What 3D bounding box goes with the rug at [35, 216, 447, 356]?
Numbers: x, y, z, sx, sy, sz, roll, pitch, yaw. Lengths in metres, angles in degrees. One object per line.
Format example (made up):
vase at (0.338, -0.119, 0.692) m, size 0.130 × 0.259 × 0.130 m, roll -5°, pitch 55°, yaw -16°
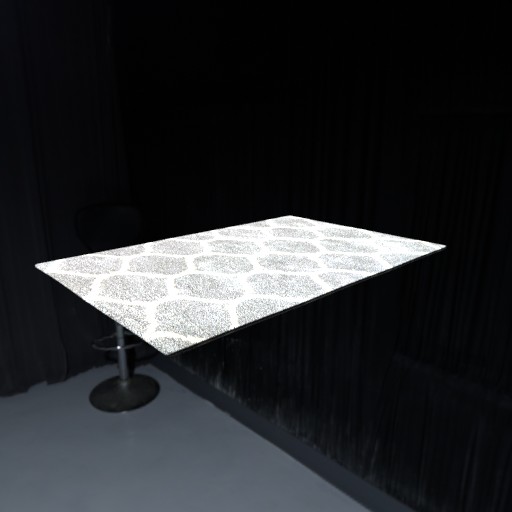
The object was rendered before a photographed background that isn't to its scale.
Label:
rug at (0.000, 0.000, 3.451) m, size 2.701 × 0.026 × 1.801 m, roll -15°, pitch 22°, yaw -41°
